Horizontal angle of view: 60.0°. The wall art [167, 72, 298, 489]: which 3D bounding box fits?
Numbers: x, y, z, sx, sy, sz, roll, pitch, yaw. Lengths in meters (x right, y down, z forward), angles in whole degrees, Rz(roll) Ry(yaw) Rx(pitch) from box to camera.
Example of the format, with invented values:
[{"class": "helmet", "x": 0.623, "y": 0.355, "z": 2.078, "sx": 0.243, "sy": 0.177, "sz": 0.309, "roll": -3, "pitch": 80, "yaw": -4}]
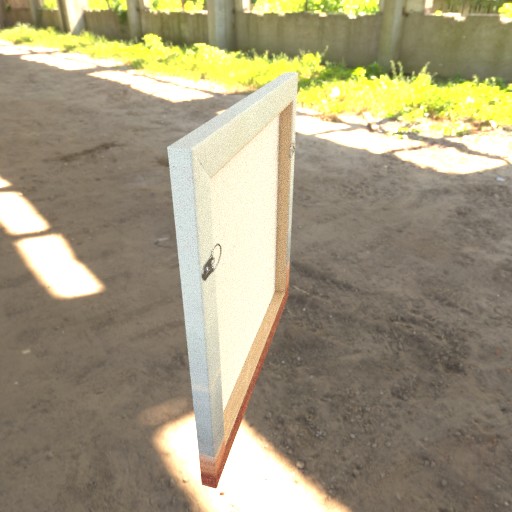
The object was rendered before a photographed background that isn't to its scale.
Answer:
[{"class": "wall art", "x": 0.000, "y": 0.000, "z": 0.590, "sx": 0.023, "sy": 0.405, "sz": 0.405, "roll": 8, "pitch": 31, "yaw": 13}]
